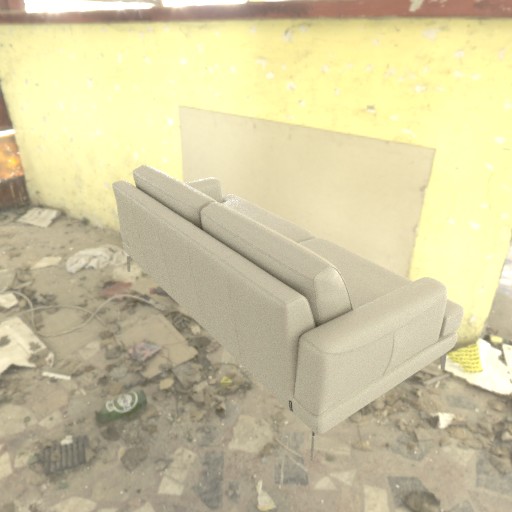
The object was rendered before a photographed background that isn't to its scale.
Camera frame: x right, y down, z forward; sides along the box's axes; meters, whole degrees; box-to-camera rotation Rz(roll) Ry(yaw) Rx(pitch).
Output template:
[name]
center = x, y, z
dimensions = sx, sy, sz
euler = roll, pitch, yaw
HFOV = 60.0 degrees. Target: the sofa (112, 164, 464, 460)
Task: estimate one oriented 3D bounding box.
[sofa]
center = 0.000, 0.000, 2.443
dimensions = 0.974, 0.765, 1.940
euler = -18, 32, -32
